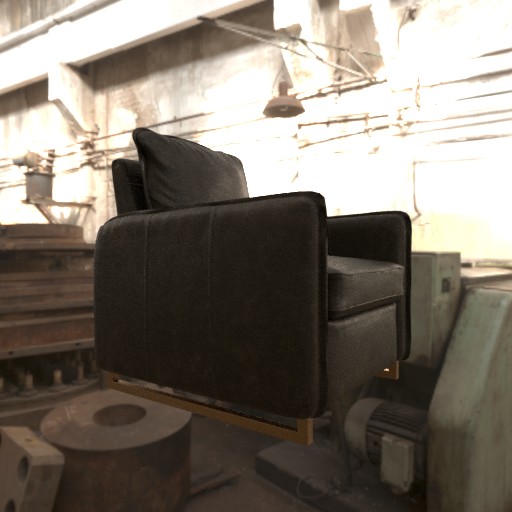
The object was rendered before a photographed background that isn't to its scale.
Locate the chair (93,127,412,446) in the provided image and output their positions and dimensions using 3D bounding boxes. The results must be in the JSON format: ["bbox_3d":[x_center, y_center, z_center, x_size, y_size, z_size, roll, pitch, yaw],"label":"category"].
[{"bbox_3d":[0.000,0.000,1.610,0.921,0.921,0.830,1,1,35],"label":"chair"}]
